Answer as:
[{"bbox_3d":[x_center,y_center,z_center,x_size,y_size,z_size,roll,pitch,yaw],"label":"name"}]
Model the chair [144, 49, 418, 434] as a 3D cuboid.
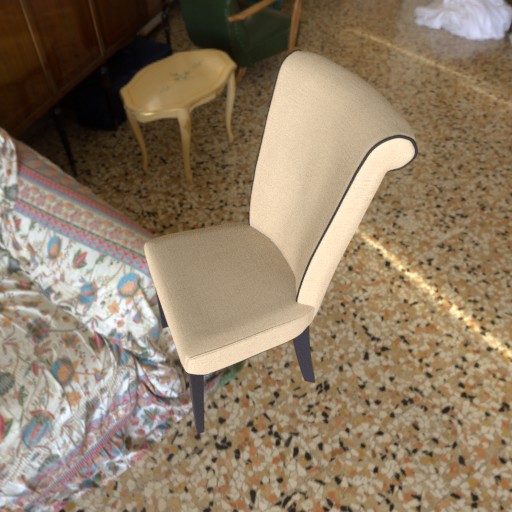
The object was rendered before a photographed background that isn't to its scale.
[{"bbox_3d":[0.000,0.000,1.357,0.623,0.997,0.522,-17,48,-16],"label":"chair"}]
